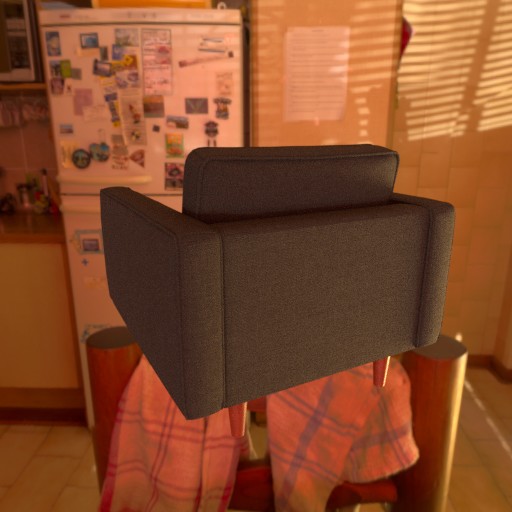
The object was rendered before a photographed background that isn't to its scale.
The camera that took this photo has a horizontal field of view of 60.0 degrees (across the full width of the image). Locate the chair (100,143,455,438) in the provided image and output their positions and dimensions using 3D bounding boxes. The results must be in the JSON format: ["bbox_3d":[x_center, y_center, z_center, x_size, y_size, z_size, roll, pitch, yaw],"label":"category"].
[{"bbox_3d":[0.000,0.000,1.556,0.899,0.770,0.919,-9,18,-27],"label":"chair"}]
